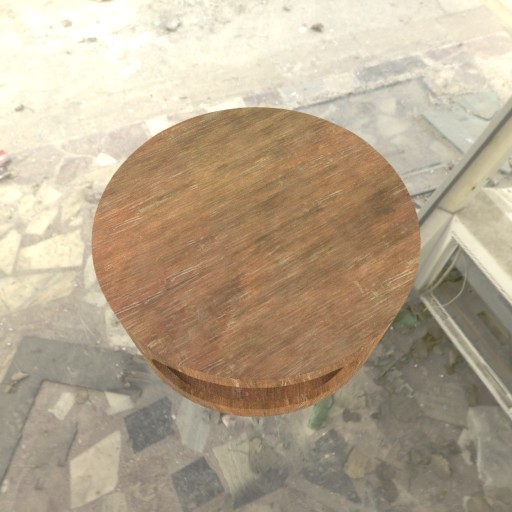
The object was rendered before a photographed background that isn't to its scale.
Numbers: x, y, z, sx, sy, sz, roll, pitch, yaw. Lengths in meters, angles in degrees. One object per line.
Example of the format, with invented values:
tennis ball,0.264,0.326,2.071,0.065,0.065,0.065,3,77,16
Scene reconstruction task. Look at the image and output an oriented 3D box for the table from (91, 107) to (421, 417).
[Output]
table,0.000,0.000,1.526,0.974,0.450,0.974,0,59,0
